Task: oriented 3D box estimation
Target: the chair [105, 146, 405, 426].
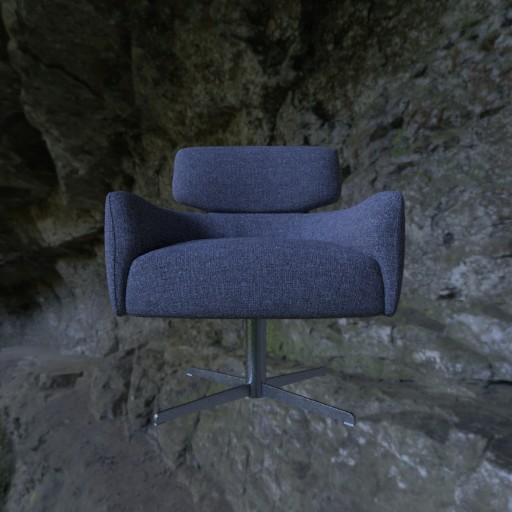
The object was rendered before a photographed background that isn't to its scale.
[{"bbox_3d":[0.000,0.000,1.320,0.706,0.812,0.715,0,-1,1],"label":"chair"}]
